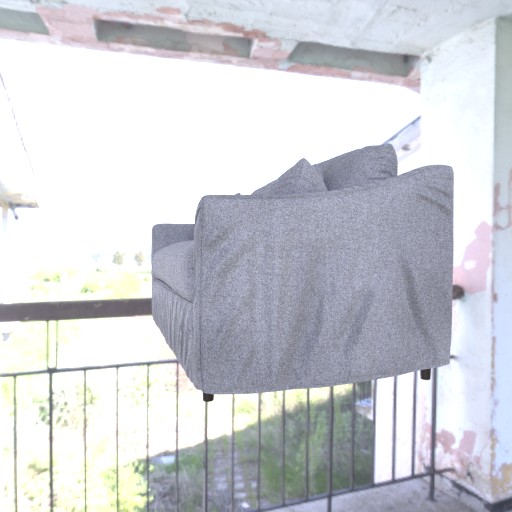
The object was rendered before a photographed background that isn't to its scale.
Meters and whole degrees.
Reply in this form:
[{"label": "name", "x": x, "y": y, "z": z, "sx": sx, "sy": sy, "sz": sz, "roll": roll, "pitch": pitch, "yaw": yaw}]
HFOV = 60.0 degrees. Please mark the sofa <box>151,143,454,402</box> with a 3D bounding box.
[{"label": "sofa", "x": 0.000, "y": 0.000, "z": 2.563, "sx": 1.072, "sy": 1.018, "sz": 2.010, "roll": 0, "pitch": 1, "yaw": -18}]
